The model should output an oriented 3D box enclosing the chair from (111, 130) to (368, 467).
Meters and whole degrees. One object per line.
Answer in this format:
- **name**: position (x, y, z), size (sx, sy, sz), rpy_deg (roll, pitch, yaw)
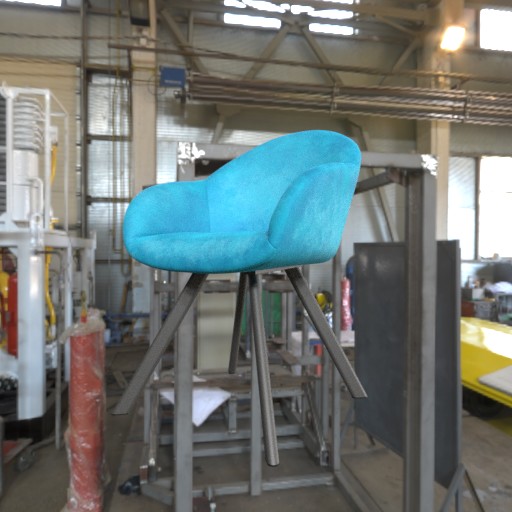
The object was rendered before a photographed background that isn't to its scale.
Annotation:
- **chair**: position (0.000, 0.000, 1.217), size (0.550, 0.795, 0.590), rpy_deg (0, 1, 34)
